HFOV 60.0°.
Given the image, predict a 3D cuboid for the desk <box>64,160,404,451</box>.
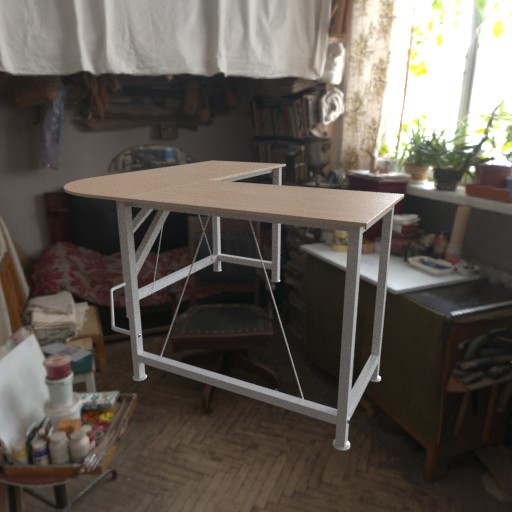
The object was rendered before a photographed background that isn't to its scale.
[{"bbox_3d":[0.000,0.000,2.189,1.400,0.762,1.400,9,19,26],"label":"desk"}]
